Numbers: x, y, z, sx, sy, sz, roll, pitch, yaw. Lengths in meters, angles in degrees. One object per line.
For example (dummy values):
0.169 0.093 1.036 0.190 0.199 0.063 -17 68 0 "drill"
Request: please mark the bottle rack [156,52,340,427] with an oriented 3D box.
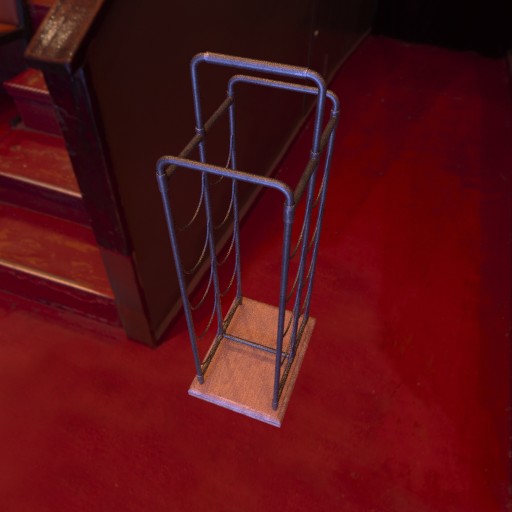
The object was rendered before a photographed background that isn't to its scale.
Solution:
0.000 0.000 0.771 0.208 0.680 0.276 15 49 14 "bottle rack"
